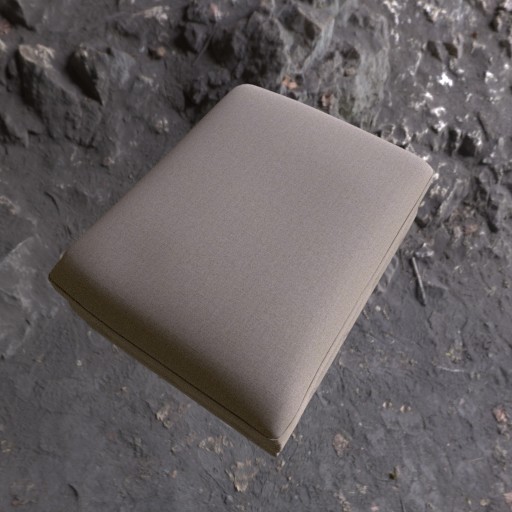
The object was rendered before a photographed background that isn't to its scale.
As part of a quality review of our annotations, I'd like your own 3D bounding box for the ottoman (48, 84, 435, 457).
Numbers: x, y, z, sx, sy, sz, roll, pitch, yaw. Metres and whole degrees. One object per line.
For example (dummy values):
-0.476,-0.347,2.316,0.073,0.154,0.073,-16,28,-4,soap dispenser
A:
0.000,0.000,1.026,0.541,0.463,0.684,30,63,17,ottoman
